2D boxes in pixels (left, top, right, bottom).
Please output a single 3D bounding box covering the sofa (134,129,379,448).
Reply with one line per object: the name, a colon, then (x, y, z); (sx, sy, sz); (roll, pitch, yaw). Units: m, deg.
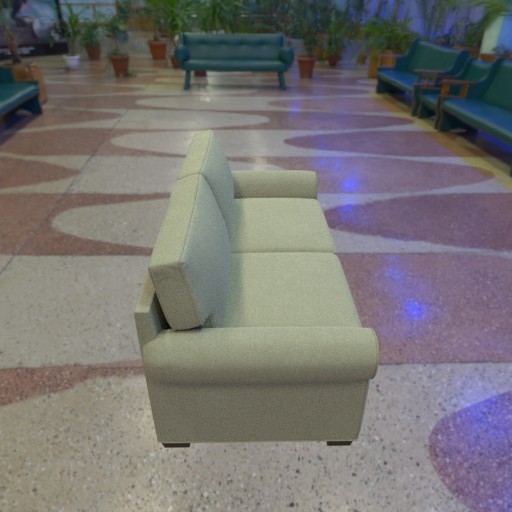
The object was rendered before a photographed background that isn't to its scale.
sofa: (0.000, 0.000, 2.326); (0.861, 0.933, 1.774); (-1, 31, -1)
